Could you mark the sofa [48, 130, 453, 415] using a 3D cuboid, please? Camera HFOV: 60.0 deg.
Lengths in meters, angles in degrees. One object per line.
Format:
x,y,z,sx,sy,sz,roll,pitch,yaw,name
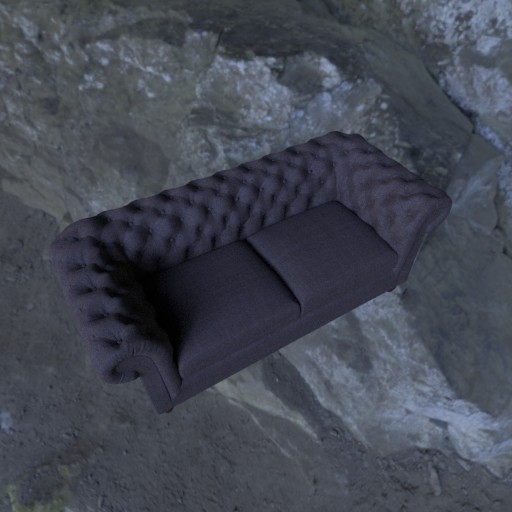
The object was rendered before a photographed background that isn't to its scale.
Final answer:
0.000,0.000,2.591,2.048,0.780,0.944,-24,51,-21,sofa
